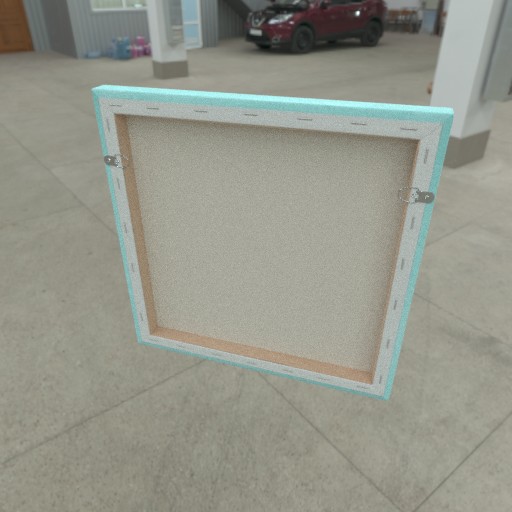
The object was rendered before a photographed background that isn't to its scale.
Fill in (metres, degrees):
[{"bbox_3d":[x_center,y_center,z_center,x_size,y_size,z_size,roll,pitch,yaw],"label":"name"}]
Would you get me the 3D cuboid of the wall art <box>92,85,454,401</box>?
[{"bbox_3d":[0.000,0.000,1.114,0.765,0.766,0.054,9,33,15],"label":"wall art"}]
